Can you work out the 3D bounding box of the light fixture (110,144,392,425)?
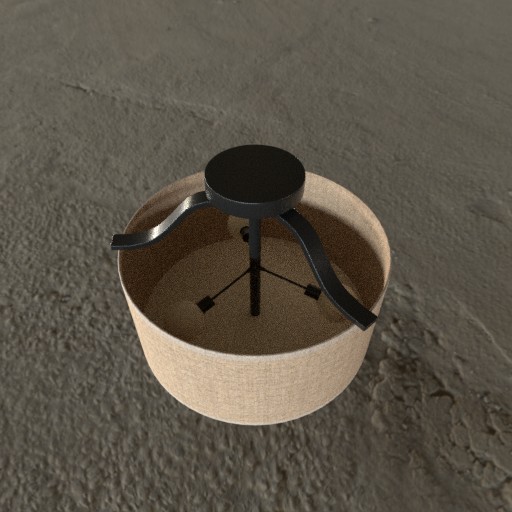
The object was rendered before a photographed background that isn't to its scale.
[{"bbox_3d":[0.000,0.000,0.659,0.390,0.306,0.390,0,46,0],"label":"light fixture"}]
